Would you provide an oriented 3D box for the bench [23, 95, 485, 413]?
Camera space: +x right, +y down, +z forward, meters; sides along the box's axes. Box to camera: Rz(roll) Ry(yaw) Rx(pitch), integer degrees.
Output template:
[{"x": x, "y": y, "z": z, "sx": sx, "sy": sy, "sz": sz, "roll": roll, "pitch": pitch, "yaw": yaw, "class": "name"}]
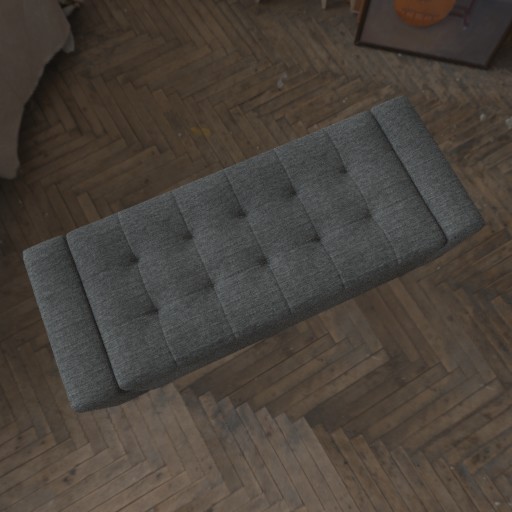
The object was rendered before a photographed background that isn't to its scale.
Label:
[{"x": 0.000, "y": 0.000, "z": 1.506, "sx": 1.296, "sy": 0.445, "sz": 0.508, "roll": -24, "pitch": 76, "yaw": -6, "class": "bench"}]
